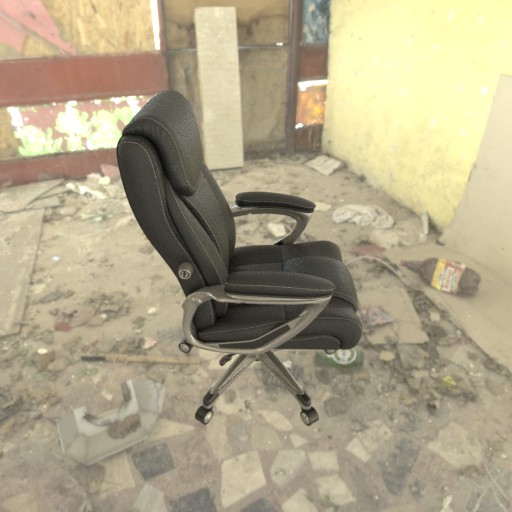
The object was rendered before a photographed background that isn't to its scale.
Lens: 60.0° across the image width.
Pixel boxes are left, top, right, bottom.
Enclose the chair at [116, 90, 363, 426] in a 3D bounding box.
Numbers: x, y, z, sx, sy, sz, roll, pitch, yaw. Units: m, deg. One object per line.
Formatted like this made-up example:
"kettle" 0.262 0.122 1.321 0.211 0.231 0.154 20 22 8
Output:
"chair" 0.000 0.000 1.705 0.784 1.167 0.741 0 32 1
